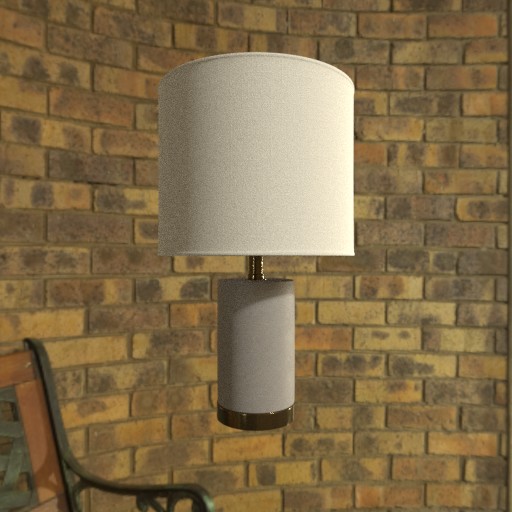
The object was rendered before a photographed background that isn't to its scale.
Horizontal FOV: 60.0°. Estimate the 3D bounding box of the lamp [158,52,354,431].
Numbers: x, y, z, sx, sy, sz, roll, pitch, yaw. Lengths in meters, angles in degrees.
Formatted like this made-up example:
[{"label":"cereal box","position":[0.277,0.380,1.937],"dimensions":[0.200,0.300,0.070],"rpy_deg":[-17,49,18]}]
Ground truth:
[{"label":"lamp","position":[0.000,0.000,0.528],"dimensions":[0.229,0.380,0.229],"rpy_deg":[0,0,0]}]
